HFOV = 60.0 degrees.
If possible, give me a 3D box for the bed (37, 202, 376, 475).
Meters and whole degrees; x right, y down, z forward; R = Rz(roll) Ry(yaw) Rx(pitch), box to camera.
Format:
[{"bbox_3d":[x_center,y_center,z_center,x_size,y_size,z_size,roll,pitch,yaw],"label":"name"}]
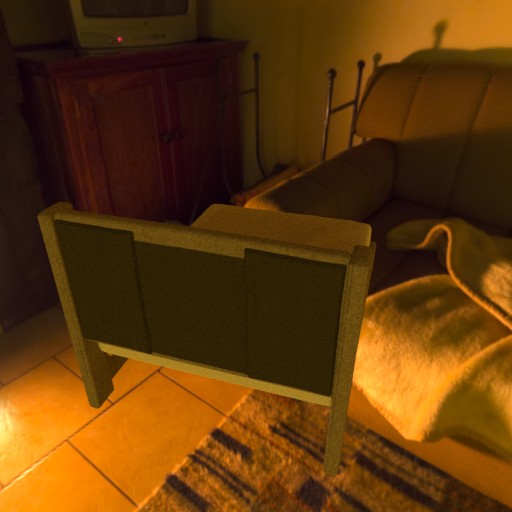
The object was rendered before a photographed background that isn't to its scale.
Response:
[{"bbox_3d":[0.000,0.000,3.384,1.714,1.481,2.245,9,32,15],"label":"bed"}]
